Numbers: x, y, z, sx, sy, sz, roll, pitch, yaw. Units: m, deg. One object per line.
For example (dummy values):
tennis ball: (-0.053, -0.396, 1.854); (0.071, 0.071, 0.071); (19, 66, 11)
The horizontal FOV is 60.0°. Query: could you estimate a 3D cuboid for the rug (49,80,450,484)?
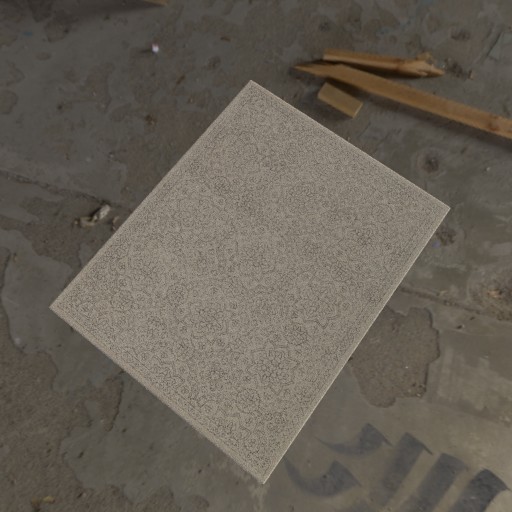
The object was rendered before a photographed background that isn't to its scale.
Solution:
rug: (0.000, 0.000, 4.174); (2.441, 0.015, 3.050); (36, 77, 10)
